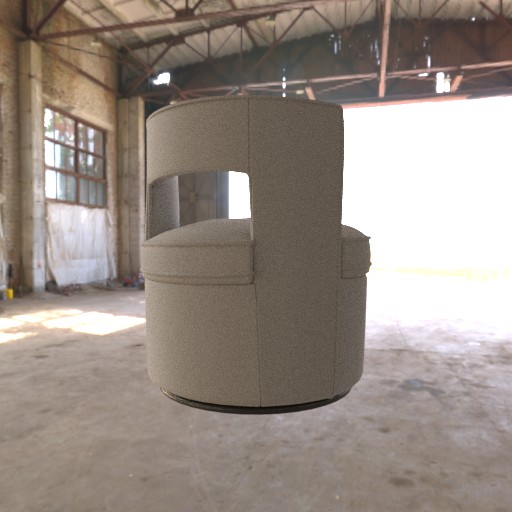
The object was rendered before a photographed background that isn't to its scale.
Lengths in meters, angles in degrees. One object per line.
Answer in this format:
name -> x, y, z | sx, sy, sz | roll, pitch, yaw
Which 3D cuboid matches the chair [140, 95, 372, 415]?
chair -> 0.000, 0.000, 1.285 | 0.650, 0.723, 0.665 | 1, 1, 34
